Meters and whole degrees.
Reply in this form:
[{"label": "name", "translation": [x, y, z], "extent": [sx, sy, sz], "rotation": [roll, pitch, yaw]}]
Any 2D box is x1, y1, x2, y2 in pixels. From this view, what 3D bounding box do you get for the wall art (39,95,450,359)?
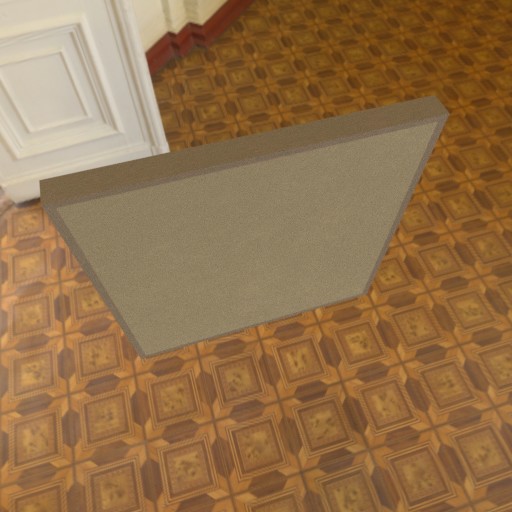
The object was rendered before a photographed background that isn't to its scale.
[{"label": "wall art", "translation": [0.000, 0.000, 0.753], "extent": [0.508, 0.506, 0.038], "rotation": [-15, 59, -9]}]
